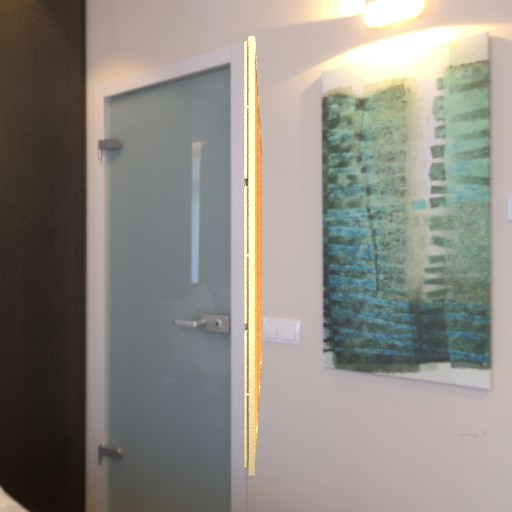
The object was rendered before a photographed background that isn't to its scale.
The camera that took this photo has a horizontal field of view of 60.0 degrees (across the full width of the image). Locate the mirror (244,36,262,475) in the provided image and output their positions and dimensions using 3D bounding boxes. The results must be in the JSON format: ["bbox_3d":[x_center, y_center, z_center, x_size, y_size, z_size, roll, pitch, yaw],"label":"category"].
[{"bbox_3d":[0.000,0.000,1.441,0.023,0.926,1.011,0,0,2],"label":"mirror"}]
